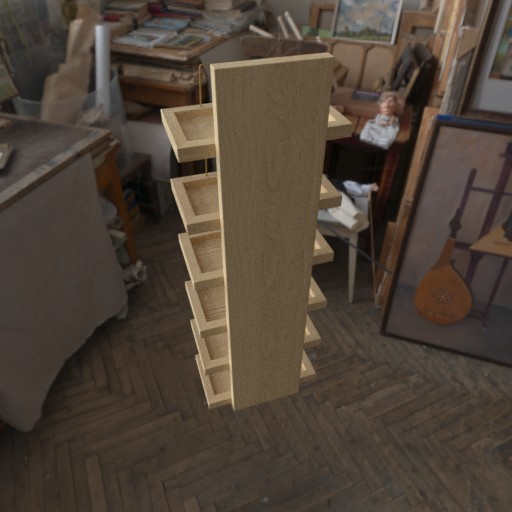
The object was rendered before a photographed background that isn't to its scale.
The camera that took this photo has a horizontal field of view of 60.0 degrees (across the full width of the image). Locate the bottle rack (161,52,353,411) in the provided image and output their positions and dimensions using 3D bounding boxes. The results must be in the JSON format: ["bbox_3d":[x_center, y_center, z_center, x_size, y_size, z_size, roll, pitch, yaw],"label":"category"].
[{"bbox_3d":[0.000,0.000,1.061,0.330,0.943,0.206,-12,42,-14],"label":"bottle rack"}]
